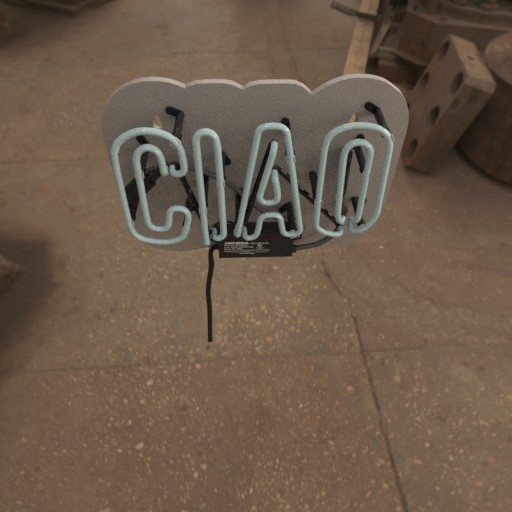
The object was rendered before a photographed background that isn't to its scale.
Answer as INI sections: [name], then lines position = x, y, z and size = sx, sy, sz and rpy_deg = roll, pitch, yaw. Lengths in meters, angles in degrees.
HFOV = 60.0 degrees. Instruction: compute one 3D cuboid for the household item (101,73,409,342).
[household item]
position = 0.000, 0.000, 0.376
size = 0.211, 0.294, 0.042
rpy_deg = -1, 47, -1
